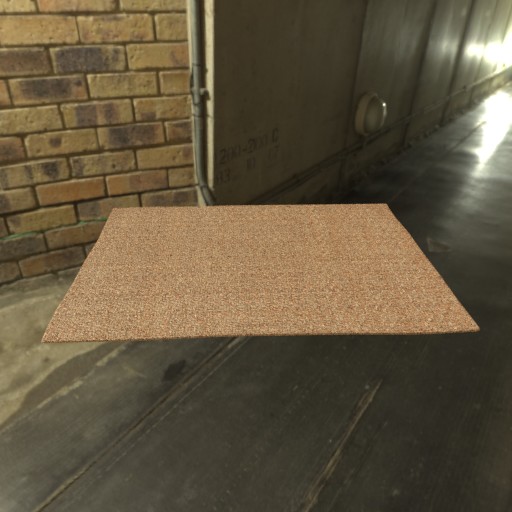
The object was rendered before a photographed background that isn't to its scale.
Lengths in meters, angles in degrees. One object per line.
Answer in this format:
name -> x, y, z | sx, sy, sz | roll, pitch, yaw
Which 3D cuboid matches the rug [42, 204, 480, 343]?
rug -> 0.000, 0.000, 2.796 | 2.141, 0.013, 1.566 | -1, 31, -3
